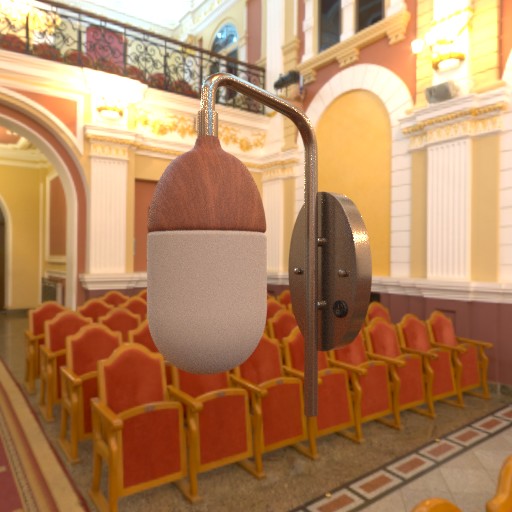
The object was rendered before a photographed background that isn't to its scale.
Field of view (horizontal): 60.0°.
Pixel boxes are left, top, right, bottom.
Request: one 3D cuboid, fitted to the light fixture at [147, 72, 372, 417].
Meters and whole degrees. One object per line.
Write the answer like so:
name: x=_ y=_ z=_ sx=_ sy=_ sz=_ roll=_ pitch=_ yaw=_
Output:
light fixture: x=0.000 y=0.000 z=0.437 sx=0.216 sy=0.343 sz=0.108 roll=0 pitch=0 yaw=-35
